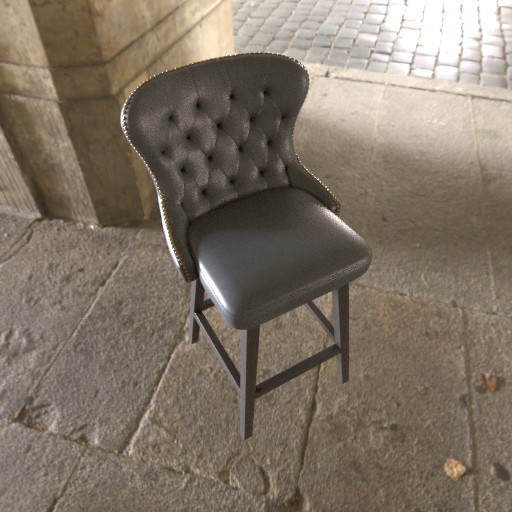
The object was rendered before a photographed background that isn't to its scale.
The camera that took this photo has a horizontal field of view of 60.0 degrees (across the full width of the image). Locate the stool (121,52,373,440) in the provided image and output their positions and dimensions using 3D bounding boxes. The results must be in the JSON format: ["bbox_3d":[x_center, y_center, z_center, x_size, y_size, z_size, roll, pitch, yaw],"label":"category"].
[{"bbox_3d":[0.000,0.000,1.335,0.528,0.971,0.593,-22,50,-20],"label":"stool"}]
